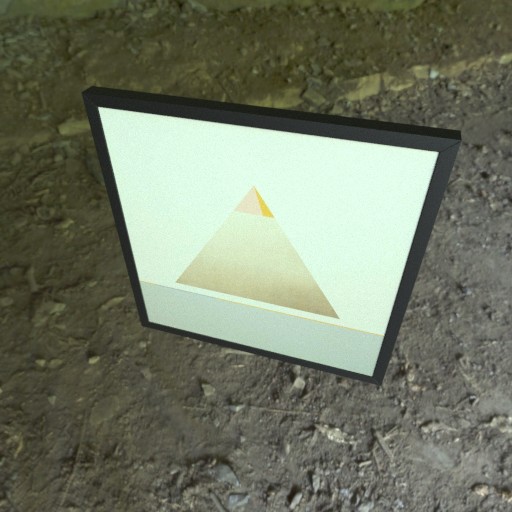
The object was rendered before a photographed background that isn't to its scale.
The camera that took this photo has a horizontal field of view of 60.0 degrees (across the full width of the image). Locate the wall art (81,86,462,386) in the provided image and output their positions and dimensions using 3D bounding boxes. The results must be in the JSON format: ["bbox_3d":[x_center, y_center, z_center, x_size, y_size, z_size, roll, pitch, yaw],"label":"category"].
[{"bbox_3d":[0.000,0.000,0.753,0.513,0.511,0.028,11,42,13],"label":"wall art"}]
